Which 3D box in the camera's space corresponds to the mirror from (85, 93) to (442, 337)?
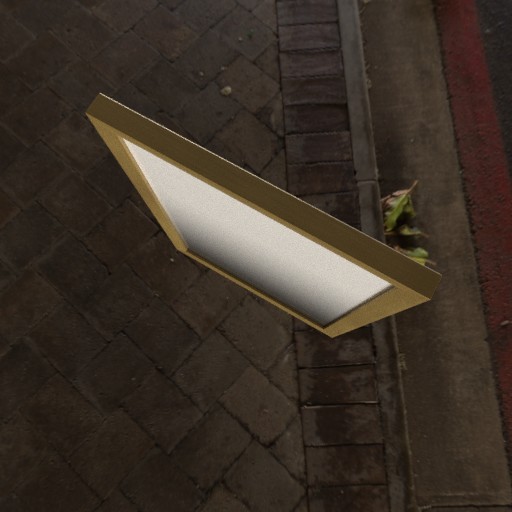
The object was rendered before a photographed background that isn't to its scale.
[{"bbox_3d":[0.000,0.000,0.912,0.507,0.710,0.040,29,78,7],"label":"mirror"}]
